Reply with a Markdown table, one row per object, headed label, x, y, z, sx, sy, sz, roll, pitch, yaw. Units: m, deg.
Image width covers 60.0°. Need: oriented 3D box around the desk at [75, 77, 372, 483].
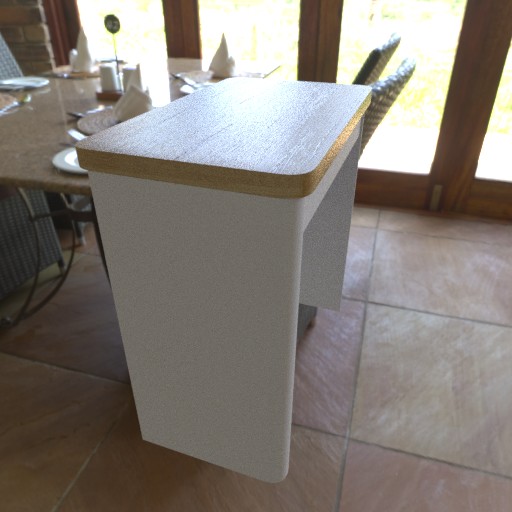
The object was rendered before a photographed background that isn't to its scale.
| label | x | y | z | sx | sy | sz | roll | pitch | yaw |
| --- | --- | --- | --- | --- | --- | --- | --- | --- | --- |
| desk | 0.000 | 0.000 | 1.223 | 0.440 | 0.790 | 0.760 | 11 | 33 | 17 |
